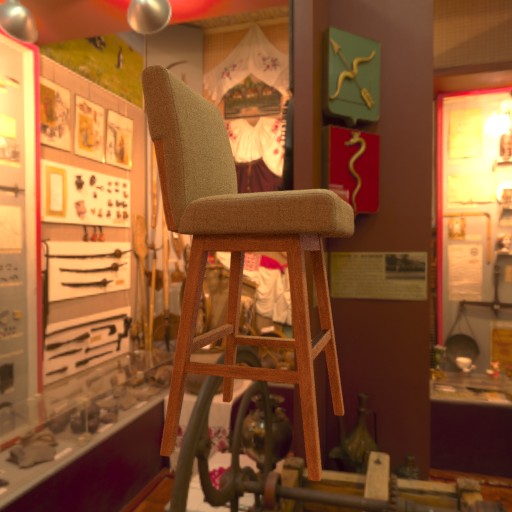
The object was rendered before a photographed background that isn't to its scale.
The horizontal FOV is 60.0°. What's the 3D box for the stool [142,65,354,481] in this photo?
[{"bbox_3d":[0.000,0.000,1.390,0.569,1.106,0.483,0,1,18],"label":"stool"}]
